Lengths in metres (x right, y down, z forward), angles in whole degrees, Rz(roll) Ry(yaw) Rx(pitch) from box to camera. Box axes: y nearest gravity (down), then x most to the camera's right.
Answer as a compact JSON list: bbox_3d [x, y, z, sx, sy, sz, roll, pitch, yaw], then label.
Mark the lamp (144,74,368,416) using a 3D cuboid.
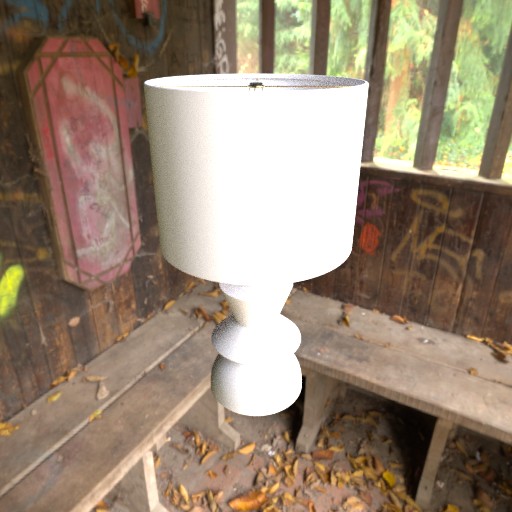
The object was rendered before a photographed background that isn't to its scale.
[{"bbox_3d":[0.000,0.000,0.723,0.301,0.533,0.301,1,26,2],"label":"lamp"}]
